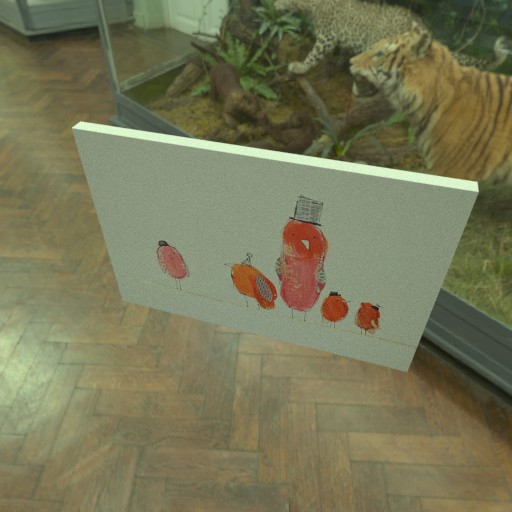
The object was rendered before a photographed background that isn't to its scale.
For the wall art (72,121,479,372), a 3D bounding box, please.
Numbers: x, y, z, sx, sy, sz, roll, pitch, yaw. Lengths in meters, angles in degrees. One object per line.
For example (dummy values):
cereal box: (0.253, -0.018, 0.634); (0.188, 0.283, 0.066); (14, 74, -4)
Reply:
wall art: (0.000, 0.000, 1.175); (0.914, 0.609, 0.038); (12, 43, 13)
